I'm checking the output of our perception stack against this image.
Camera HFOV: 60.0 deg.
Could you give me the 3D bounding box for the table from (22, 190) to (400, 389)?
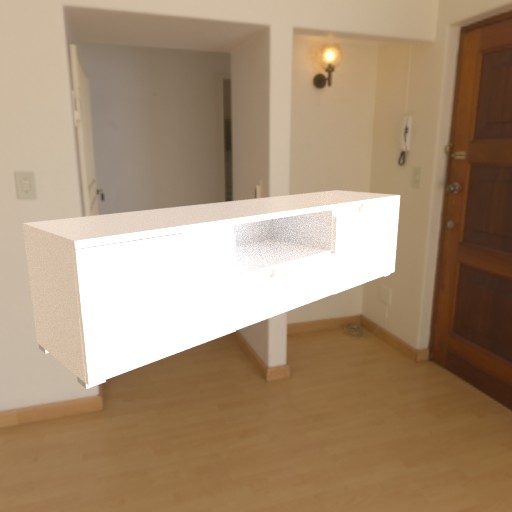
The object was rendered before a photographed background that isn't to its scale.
[{"bbox_3d":[0.000,0.000,1.852,1.650,0.420,0.390,-13,19,-43],"label":"table"}]
